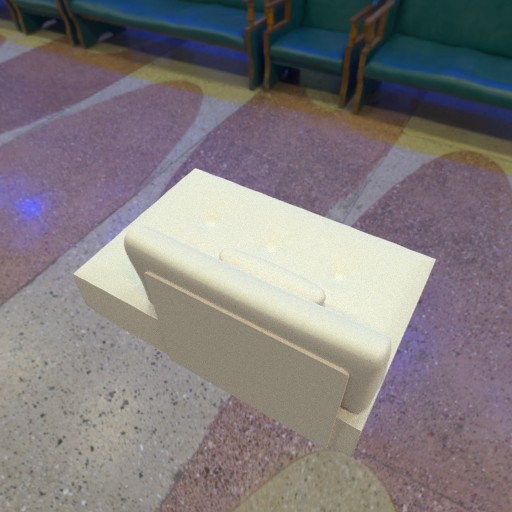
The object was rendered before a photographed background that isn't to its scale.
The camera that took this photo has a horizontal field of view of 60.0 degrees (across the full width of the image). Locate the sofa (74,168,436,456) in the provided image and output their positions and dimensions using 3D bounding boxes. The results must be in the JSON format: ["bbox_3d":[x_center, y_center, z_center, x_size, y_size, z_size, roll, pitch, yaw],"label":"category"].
[{"bbox_3d":[0.000,0.000,2.049,1.450,0.820,1.000,24,51,20],"label":"sofa"}]
